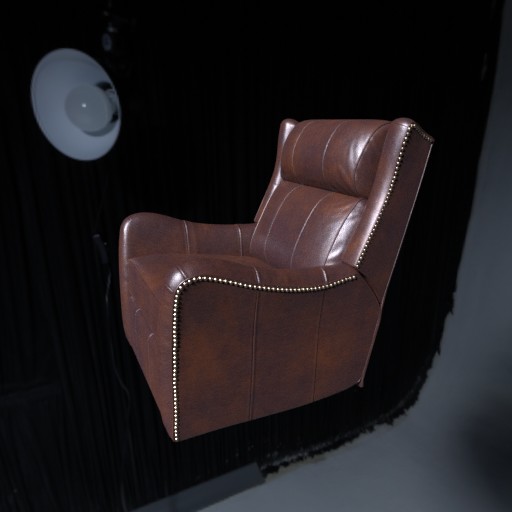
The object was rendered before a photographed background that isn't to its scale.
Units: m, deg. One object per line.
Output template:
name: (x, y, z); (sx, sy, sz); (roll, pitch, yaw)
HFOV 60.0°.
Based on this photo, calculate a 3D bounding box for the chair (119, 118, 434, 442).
chair: (0.000, 0.000, 1.825); (1.008, 1.084, 0.869); (-8, 19, -24)
